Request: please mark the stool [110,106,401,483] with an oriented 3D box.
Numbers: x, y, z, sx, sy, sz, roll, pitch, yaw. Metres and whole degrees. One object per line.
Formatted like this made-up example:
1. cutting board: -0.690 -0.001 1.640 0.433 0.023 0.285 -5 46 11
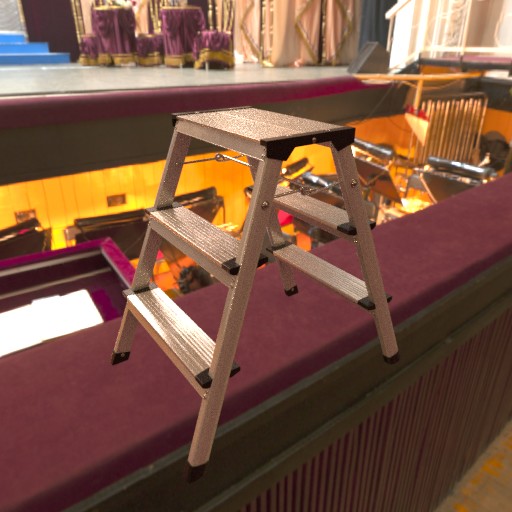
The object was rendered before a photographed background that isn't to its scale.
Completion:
1. stool: 0.000 0.000 1.017 0.622 0.605 0.437 -18 31 -31
